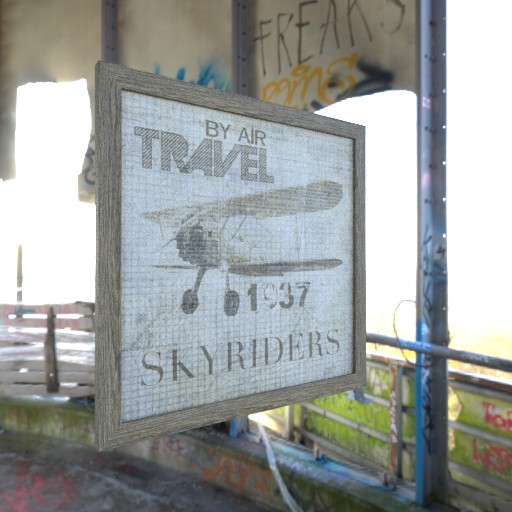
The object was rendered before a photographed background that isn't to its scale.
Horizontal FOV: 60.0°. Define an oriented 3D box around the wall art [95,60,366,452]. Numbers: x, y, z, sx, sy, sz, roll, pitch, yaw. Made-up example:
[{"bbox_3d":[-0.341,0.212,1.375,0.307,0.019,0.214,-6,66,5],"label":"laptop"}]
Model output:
[{"bbox_3d":[0.000,0.000,0.726,0.508,0.508,0.019,0,0,-35],"label":"wall art"}]
